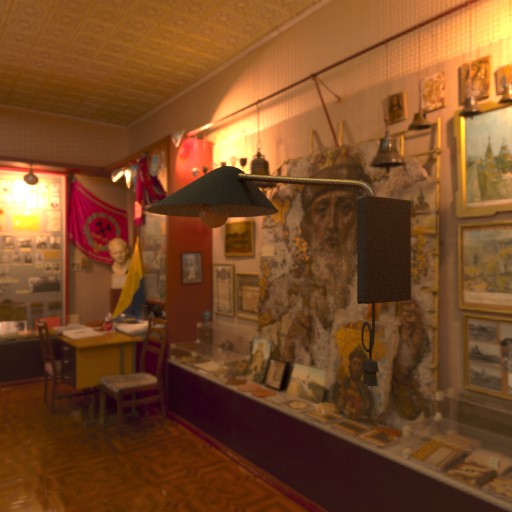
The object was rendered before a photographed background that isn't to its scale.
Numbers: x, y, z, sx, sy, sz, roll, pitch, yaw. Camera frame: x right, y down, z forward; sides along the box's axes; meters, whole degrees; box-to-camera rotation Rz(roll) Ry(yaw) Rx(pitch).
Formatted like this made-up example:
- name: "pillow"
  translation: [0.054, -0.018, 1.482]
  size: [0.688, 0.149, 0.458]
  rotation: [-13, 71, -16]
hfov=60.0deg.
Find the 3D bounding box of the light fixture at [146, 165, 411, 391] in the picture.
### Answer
- name: "light fixture"
  translation: [0.000, 0.000, 0.698]
  size: [0.240, 0.312, 0.516]
  rotation: [0, 0, -35]
